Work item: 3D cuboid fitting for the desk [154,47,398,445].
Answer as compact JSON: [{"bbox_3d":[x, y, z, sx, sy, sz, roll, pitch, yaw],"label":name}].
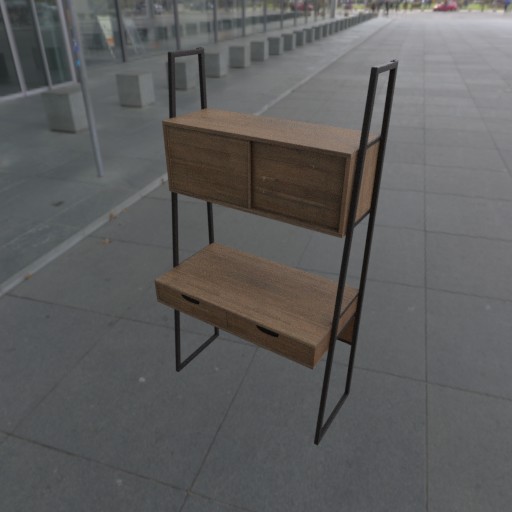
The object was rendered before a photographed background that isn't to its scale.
[{"bbox_3d":[0.000,0.000,2.205,0.982,1.809,0.515,18,35,28],"label":"desk"}]
